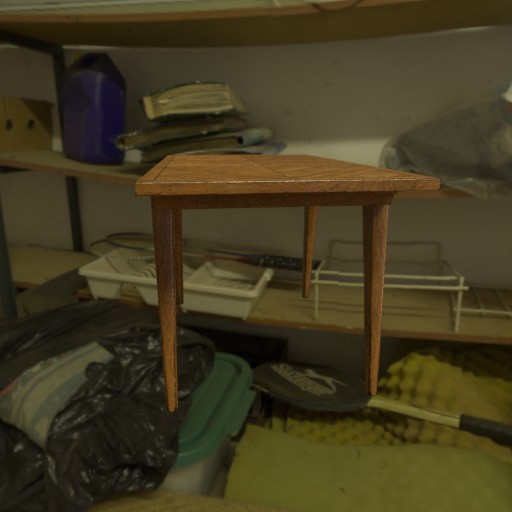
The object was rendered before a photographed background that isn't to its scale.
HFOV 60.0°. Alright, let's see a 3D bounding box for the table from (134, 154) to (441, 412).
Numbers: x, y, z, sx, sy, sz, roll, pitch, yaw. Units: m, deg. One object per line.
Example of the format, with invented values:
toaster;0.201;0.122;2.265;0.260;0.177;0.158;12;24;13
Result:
table;0.000;0.000;1.842;0.757;0.760;1.400;-2;15;-7
